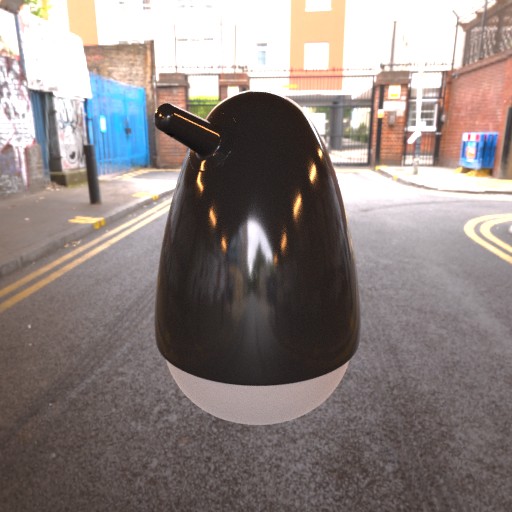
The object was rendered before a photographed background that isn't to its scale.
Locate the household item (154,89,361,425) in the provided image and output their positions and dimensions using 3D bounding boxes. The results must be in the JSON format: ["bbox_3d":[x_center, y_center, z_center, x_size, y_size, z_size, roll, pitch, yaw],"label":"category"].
[{"bbox_3d":[0.000,0.000,0.215,0.102,0.152,0.104,15,21,42],"label":"household item"}]
